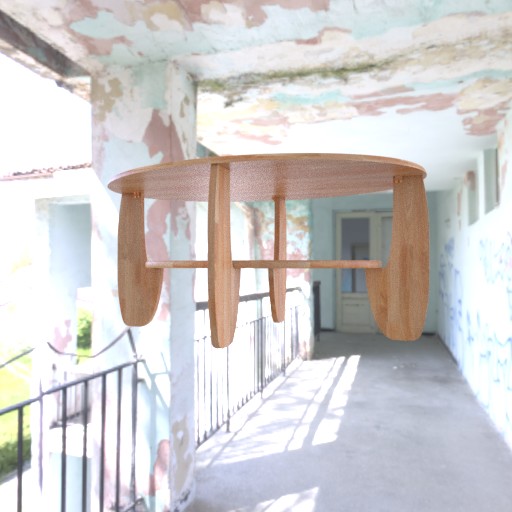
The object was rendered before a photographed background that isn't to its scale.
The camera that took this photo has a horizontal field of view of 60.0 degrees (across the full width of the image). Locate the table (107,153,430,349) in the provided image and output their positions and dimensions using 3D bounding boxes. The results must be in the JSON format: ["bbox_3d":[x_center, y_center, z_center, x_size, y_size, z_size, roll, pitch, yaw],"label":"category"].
[{"bbox_3d":[0.000,0.000,1.426,1.040,0.490,0.690,0,-1,19],"label":"table"}]
